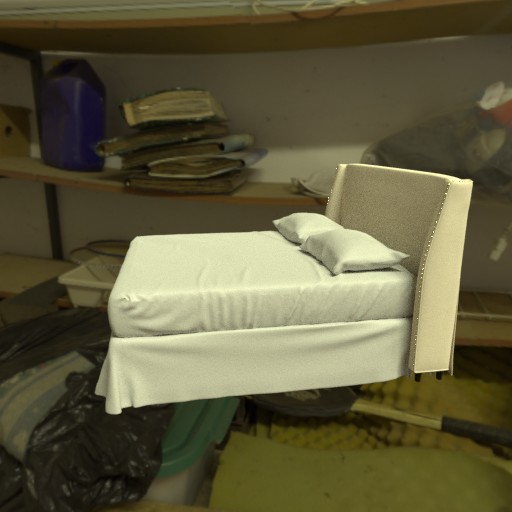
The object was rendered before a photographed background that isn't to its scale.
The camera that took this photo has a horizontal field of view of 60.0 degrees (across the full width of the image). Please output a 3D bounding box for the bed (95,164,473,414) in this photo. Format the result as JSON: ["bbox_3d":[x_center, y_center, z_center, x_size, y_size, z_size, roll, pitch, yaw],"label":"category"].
[{"bbox_3d":[0.000,0.000,3.458,2.276,1.332,1.925,-3,15,-10],"label":"bed"}]
